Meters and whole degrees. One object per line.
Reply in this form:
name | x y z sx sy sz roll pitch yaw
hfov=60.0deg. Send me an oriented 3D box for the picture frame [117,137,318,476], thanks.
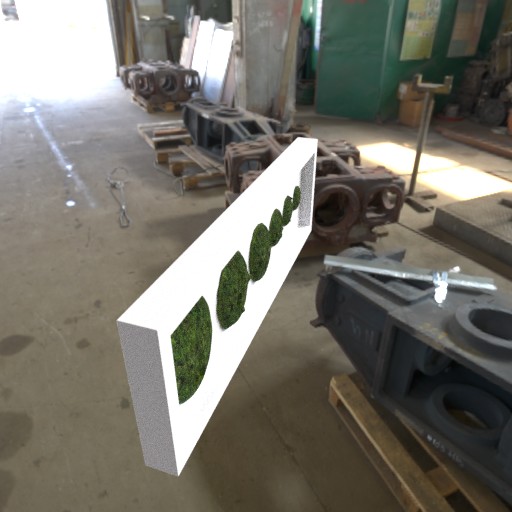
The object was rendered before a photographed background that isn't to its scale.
picture frame | 0.000 0.000 0.840 0.050 0.250 0.759 10 32 17
